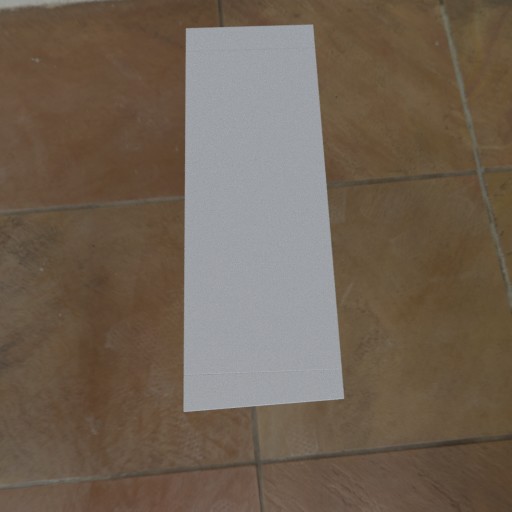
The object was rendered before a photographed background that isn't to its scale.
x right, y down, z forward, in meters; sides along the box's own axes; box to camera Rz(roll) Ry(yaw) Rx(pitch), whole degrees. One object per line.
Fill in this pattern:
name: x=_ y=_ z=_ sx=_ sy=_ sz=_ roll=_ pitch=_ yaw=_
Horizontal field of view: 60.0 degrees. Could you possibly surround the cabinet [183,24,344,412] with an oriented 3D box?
cabinet: x=0.000 y=0.000 z=1.636 sx=0.348 sy=1.150 sz=0.990 roll=-2 pitch=75 yaw=-1
